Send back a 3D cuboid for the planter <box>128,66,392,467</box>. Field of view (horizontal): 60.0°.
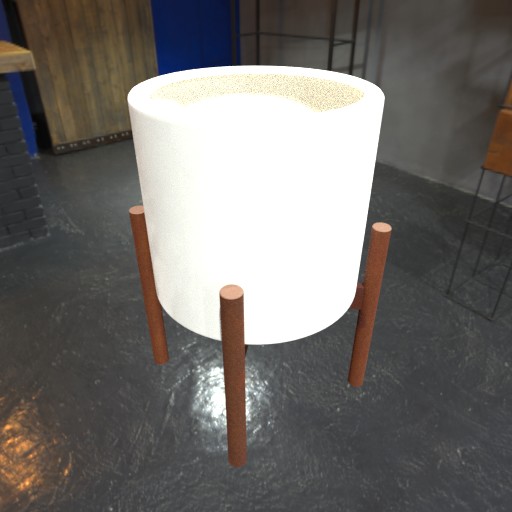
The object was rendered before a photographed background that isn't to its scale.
[{"bbox_3d":[0.000,0.000,0.491,0.224,0.358,0.224,-22,38,-30],"label":"planter"}]
